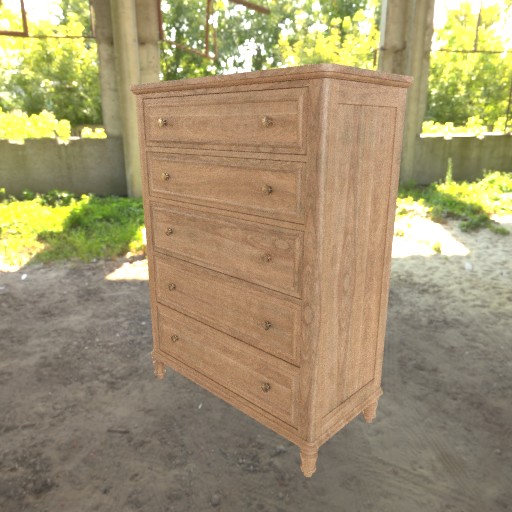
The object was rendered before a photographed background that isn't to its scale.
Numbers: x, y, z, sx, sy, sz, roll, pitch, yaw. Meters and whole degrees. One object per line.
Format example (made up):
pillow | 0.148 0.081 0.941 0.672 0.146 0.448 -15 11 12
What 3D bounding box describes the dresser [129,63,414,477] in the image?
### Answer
dresser | 0.000 0.000 1.795 0.973 1.318 0.484 15 22 42
